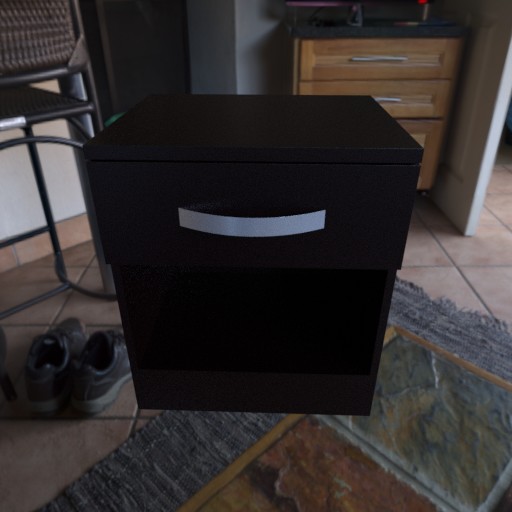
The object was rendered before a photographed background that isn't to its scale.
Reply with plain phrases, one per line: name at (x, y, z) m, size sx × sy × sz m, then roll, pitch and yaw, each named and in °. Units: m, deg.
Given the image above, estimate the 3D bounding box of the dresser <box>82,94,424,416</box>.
dresser at (0.000, 0.000, 0.767) m, size 0.400 × 0.470 × 0.360 m, roll 1°, pitch 30°, yaw 2°
